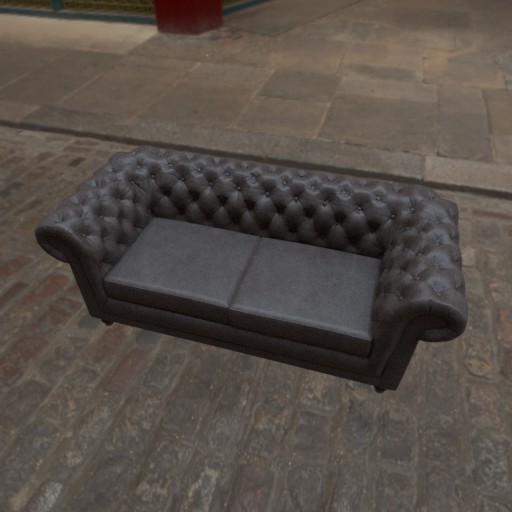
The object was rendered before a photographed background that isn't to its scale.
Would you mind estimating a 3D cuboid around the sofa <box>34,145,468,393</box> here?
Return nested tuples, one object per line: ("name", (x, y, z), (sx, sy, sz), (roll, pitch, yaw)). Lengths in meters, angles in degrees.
("sofa", (0.000, 0.000, 2.490), (2.048, 0.779, 0.944), (11, 43, 12))
